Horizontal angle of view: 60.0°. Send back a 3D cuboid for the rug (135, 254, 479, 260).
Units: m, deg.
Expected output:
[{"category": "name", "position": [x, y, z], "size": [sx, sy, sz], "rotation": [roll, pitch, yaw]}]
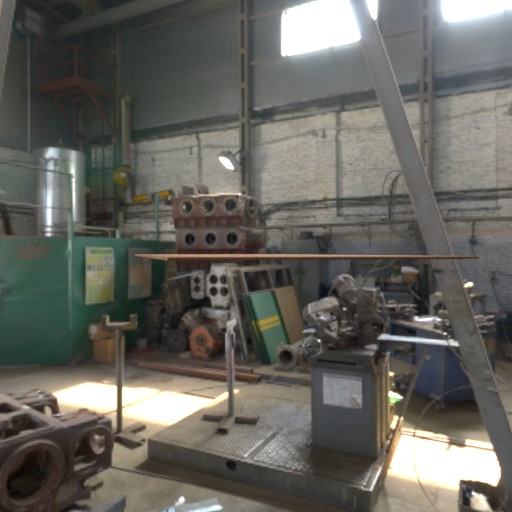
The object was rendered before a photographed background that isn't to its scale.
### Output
[{"category": "rug", "position": [0.000, 0.000, 3.110], "size": [1.524, 0.014, 2.438], "rotation": [0, 0, -18]}]
